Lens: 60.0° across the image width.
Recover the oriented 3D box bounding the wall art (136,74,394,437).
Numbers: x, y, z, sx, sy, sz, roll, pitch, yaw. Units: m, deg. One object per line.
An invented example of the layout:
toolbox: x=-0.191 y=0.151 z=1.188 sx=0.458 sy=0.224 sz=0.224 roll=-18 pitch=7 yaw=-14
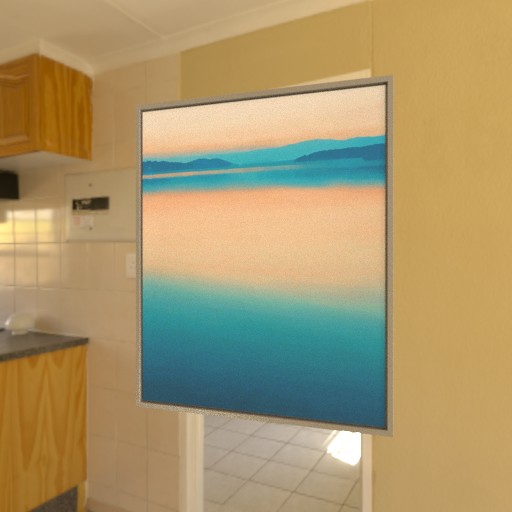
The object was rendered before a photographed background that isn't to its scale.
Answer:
wall art: x=0.000 y=0.000 z=0.764 sx=0.453 sy=0.554 sz=0.037 roll=0 pitch=0 yaw=18
